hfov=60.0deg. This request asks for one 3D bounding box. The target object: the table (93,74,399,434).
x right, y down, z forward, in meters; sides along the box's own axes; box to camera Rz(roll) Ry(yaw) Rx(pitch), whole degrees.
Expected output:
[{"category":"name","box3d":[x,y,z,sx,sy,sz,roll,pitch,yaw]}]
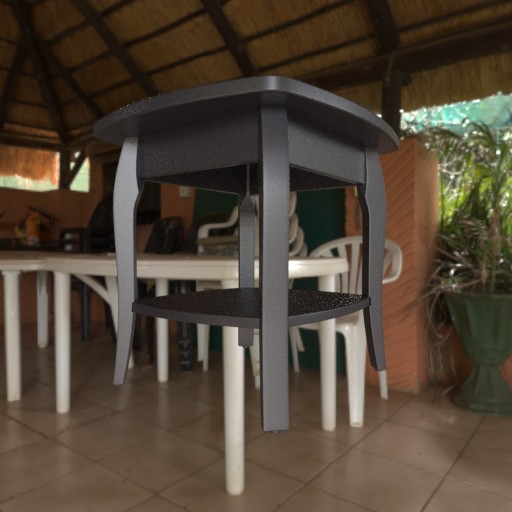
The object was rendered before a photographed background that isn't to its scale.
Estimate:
[{"category":"table","box3d":[0.000,0.000,0.832,0.457,0.457,0.508,1,2,37]}]
